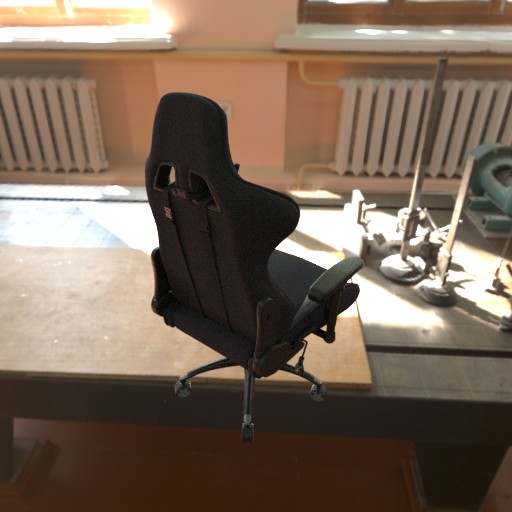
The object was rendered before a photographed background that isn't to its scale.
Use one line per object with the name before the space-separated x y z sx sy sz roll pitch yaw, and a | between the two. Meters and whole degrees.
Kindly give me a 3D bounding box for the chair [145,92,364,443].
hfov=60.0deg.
chair | 0.000 0.000 1.722 0.730 1.300 0.695 22 38 32
